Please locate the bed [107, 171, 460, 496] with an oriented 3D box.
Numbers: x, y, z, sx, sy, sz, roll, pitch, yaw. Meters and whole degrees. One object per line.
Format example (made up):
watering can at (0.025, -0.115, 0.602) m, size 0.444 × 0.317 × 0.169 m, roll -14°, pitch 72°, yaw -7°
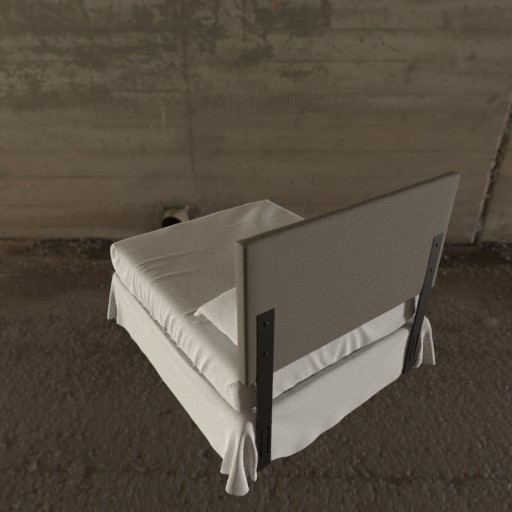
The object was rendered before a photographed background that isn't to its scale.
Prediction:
bed at (0.000, 0.000, 3.398) m, size 1.936 × 1.577 × 2.222 m, roll -20°, pitch 35°, yaw -31°
